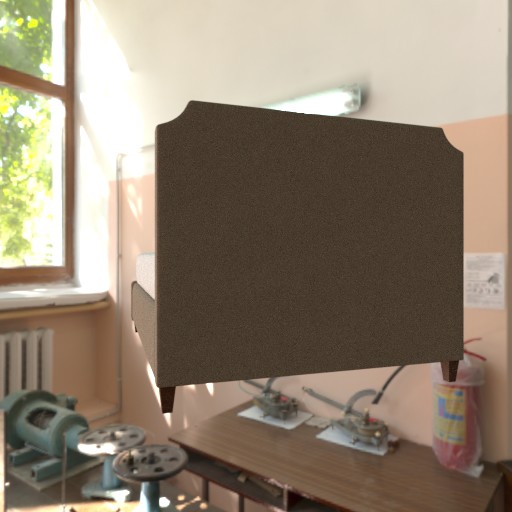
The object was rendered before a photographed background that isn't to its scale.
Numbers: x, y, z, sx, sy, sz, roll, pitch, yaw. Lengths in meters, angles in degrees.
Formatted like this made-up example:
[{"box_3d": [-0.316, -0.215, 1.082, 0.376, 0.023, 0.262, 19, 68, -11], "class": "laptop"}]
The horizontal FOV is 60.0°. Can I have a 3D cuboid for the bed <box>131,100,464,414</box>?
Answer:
[{"box_3d": [0.000, 0.000, 3.318, 1.703, 1.415, 2.329, 0, 0, -18], "class": "bed"}]
